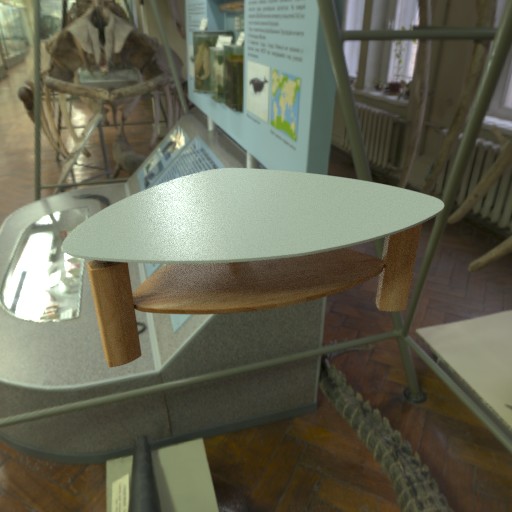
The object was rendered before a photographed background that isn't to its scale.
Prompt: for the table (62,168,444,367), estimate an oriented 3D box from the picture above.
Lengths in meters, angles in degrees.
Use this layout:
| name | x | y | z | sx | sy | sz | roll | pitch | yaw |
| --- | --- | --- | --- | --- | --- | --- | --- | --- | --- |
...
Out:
| name | x | y | z | sx | sy | sz | roll | pitch | yaw |
| --- | --- | --- | --- | --- | --- | --- | --- | --- | --- |
| table | 0.000 | 0.000 | 1.661 | 1.250 | 0.440 | 0.850 | -8 | 28 | -15 |
